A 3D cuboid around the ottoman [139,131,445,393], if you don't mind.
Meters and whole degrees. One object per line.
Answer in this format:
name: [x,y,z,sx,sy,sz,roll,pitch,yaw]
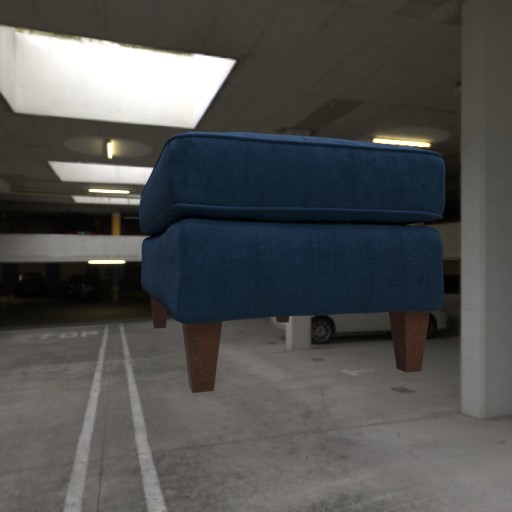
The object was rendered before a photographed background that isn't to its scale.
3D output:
ottoman: [0.000,0.000,1.217,0.583,0.484,0.862,0,0,-18]
